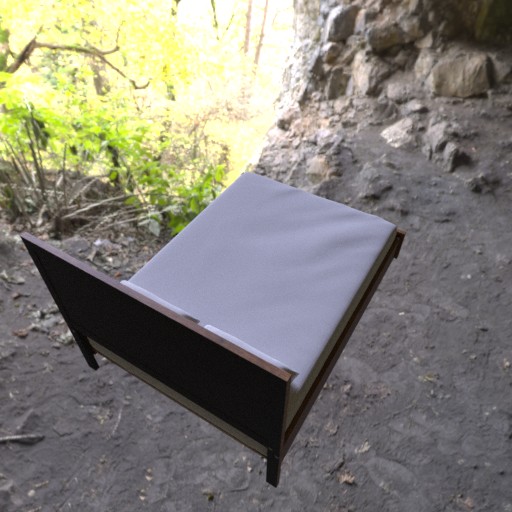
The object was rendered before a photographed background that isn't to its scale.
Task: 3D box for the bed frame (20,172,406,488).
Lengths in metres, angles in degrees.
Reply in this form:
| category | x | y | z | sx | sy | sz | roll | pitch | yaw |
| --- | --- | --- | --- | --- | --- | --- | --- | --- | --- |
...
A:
| category | x | y | z | sx | sy | sz | roll | pitch | yaw |
| --- | --- | --- | --- | --- | --- | --- | --- | --- | --- |
| bed frame | 0.000 | 0.000 | 3.341 | 1.696 | 1.417 | 2.276 | 24 | 51 | 21 |
